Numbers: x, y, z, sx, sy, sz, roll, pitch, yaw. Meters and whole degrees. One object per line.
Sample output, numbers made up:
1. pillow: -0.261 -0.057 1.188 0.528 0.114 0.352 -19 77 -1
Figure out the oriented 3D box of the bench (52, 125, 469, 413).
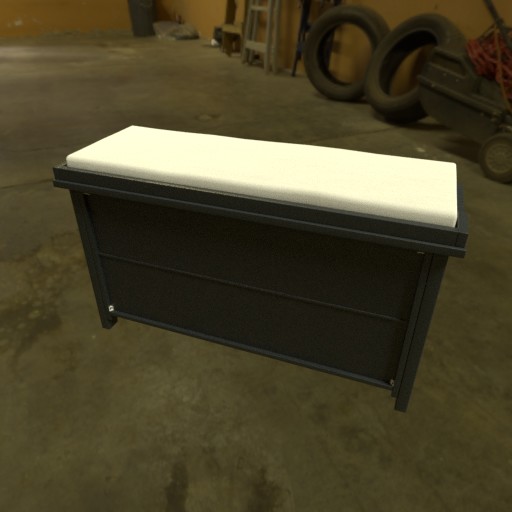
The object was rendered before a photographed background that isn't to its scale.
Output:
1. bench: 0.000 0.000 1.230 0.973 0.561 0.345 11 34 17
